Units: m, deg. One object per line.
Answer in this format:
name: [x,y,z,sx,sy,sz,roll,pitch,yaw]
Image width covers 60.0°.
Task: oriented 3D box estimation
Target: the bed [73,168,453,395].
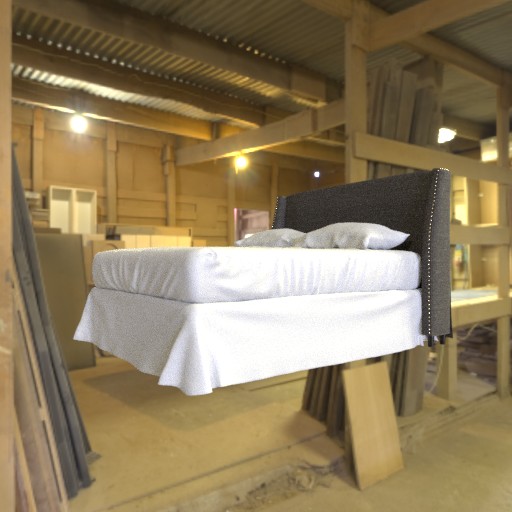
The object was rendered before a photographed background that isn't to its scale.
bed: [0.000,0.000,3.414,2.276,1.332,1.925,0,-1,-36]
